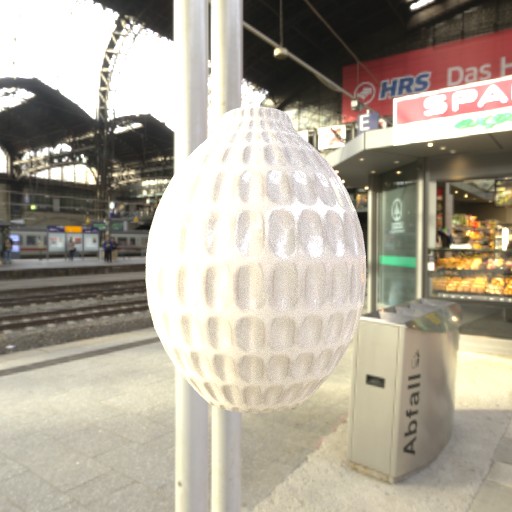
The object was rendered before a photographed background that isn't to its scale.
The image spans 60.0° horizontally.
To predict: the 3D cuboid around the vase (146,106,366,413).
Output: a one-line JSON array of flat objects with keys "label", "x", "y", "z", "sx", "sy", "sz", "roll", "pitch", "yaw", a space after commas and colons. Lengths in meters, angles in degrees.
[{"label": "vase", "x": 0.000, "y": 0.000, "z": 0.265, "sx": 0.128, "sy": 0.167, "sz": 0.128, "roll": 0, "pitch": 1, "yaw": 0}]
